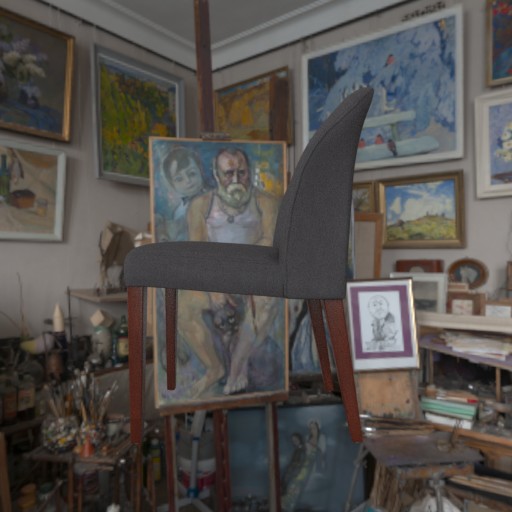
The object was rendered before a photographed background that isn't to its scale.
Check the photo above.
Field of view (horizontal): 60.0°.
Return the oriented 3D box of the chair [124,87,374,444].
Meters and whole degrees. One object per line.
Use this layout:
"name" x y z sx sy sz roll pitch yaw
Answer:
"chair" 0.000 0.000 1.246 0.619 0.879 0.506 0 0 0
